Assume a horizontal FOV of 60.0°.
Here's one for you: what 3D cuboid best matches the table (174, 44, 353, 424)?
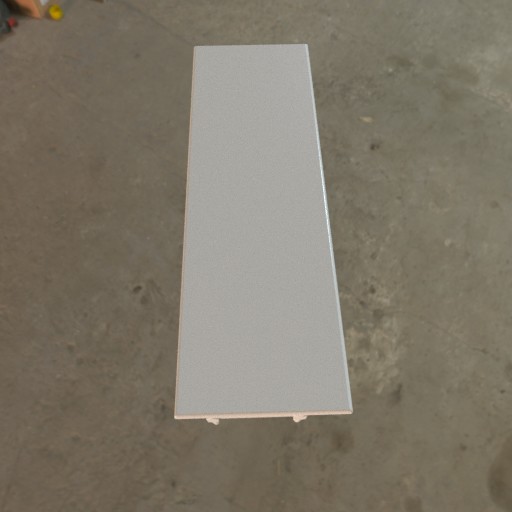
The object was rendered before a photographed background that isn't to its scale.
[{"bbox_3d":[0.000,0.000,1.582,0.386,0.814,1.191,-1,63,-1],"label":"table"}]
